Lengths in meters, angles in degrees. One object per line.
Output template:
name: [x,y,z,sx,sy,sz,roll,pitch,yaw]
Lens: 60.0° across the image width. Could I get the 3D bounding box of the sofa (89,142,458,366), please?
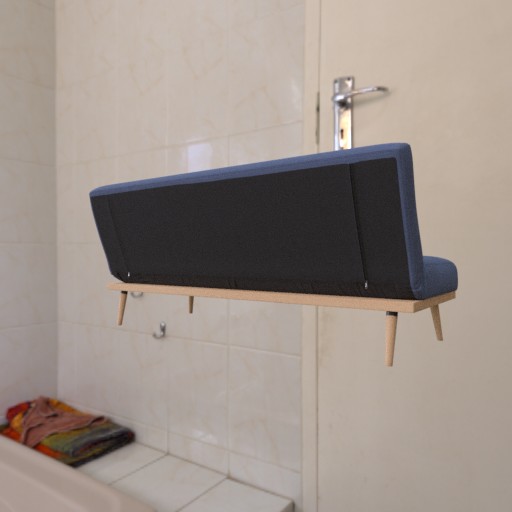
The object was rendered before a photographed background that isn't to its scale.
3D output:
sofa: [0.000,0.000,2.294,1.800,0.800,0.796,0,0,36]
